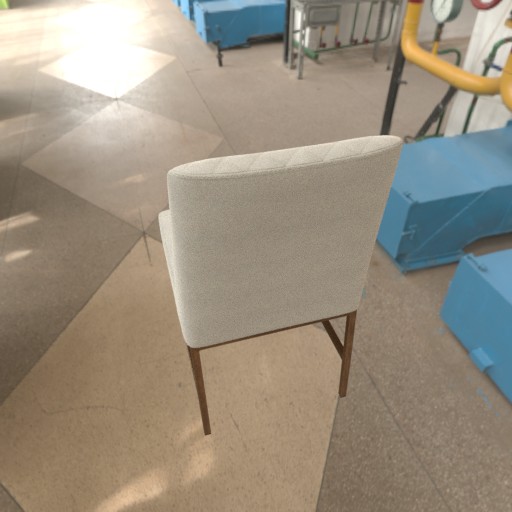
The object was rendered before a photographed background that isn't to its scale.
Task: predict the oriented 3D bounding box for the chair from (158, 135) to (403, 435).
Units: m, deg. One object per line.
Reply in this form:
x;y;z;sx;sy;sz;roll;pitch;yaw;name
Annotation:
0.000;0.000;1.291;0.503;0.933;0.597;-11;42;-13;chair
